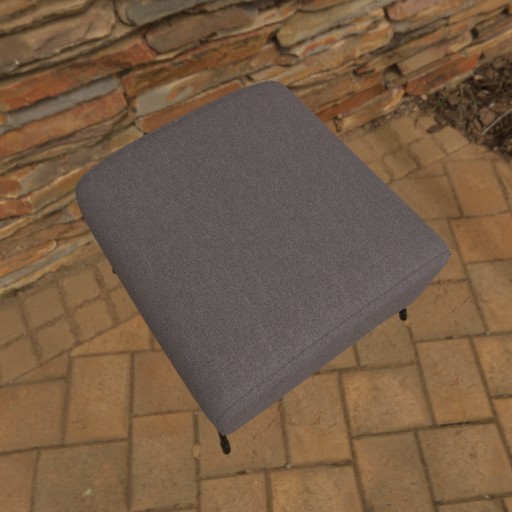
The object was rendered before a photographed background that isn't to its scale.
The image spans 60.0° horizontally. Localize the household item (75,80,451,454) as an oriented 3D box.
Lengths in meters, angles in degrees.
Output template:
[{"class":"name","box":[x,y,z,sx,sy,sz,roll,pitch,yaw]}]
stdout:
[{"class":"household item","box":[0.000,0.000,0.918,0.530,0.410,0.530,-32,67,-15]}]
